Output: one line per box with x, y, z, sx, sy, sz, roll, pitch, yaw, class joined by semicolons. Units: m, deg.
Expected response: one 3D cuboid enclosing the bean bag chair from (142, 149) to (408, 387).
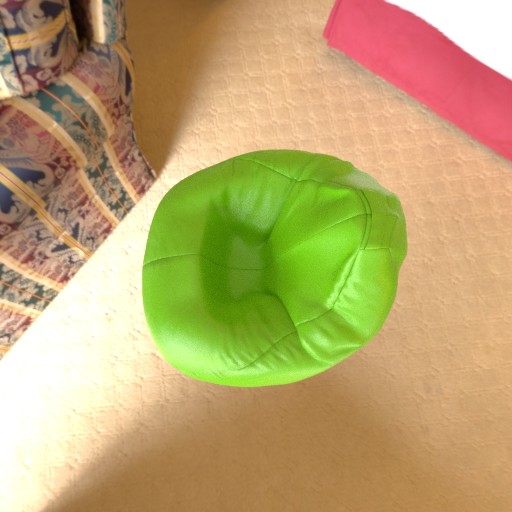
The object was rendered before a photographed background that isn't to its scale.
0.000;0.000;1.879;1.070;0.990;1.070;0;74;0;bean bag chair
